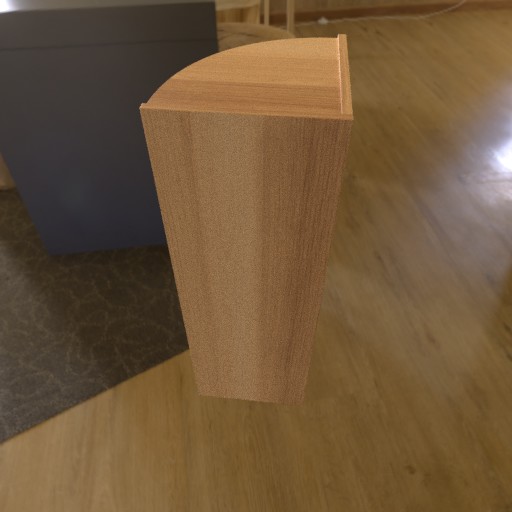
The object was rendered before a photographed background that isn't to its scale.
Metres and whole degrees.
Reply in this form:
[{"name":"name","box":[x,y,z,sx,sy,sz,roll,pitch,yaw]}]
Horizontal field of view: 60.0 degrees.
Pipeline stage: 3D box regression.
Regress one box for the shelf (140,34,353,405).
[{"name":"shelf","box":[0.000,0.000,1.014,0.290,0.872,0.290,4,47,4]}]
